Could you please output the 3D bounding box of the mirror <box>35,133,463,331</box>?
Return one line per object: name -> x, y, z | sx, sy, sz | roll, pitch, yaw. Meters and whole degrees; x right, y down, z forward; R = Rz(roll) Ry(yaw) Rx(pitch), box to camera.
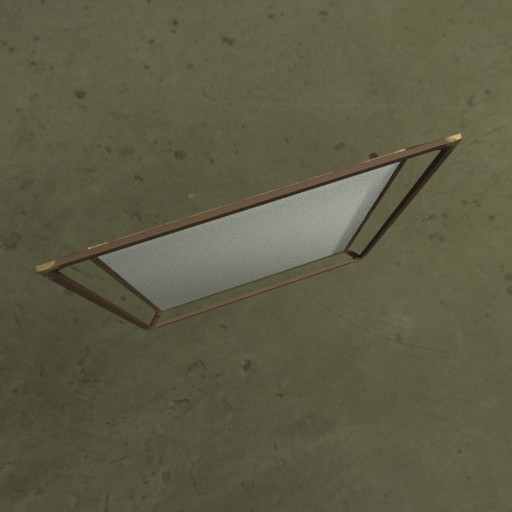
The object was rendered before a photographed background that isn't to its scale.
mirror -> 0.000, 0.000, 0.896 | 0.610, 0.610, 0.032 | -18, 74, -5
